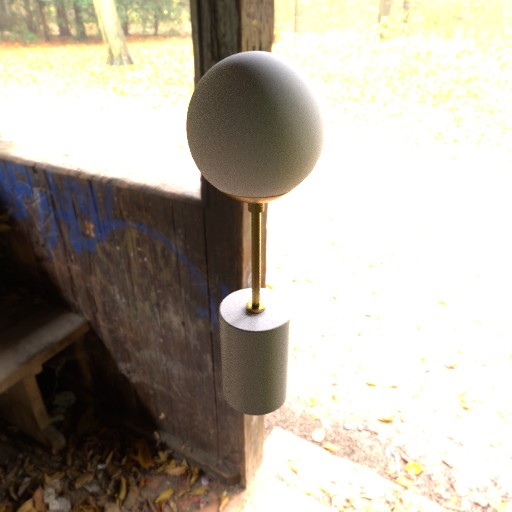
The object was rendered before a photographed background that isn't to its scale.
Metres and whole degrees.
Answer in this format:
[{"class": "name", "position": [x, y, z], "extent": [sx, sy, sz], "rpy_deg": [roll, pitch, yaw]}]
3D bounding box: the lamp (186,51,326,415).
[{"class": "lamp", "position": [0.000, 0.000, 0.571], "extent": [0.153, 0.480, 0.153], "rpy_deg": [0, 30, 0]}]
